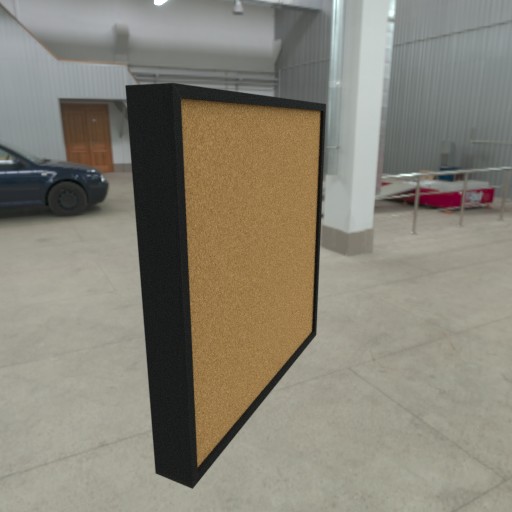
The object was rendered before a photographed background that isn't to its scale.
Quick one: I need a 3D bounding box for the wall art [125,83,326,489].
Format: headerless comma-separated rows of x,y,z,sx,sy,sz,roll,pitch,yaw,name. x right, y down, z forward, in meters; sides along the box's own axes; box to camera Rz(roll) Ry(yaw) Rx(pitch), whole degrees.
0.000,0.000,0.452,0.037,0.305,0.305,8,18,25,wall art
